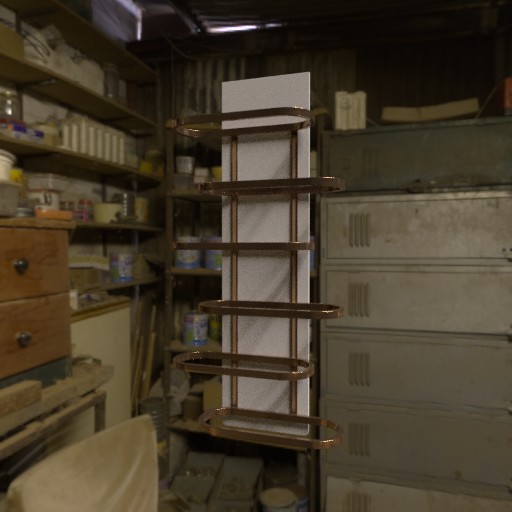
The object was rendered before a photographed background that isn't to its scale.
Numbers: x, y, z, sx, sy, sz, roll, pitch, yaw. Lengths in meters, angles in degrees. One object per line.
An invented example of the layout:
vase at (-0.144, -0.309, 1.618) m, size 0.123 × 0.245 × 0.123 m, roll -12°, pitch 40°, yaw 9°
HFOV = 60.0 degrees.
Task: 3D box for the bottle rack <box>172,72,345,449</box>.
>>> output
bottle rack at (0.000, 0.000, 0.838) m, size 0.332 × 0.709 × 0.118 m, roll 0°, pitch 1°, yaw 18°
